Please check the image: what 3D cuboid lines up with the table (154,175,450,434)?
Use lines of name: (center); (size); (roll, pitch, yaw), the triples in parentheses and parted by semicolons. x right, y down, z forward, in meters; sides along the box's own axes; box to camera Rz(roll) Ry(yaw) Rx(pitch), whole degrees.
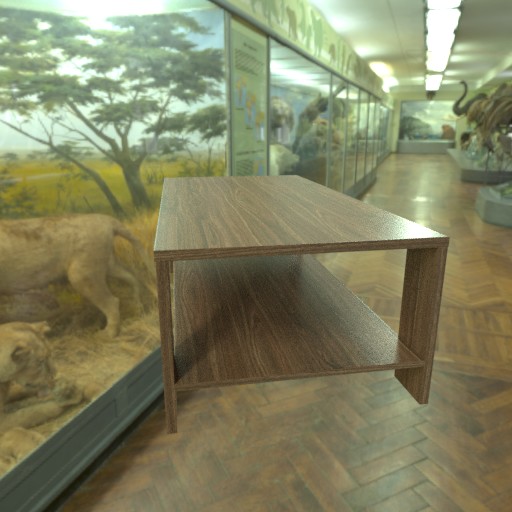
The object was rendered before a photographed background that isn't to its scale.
table: (0.000, 0.000, 1.490); (0.600, 0.400, 1.200); (-3, 17, -10)
